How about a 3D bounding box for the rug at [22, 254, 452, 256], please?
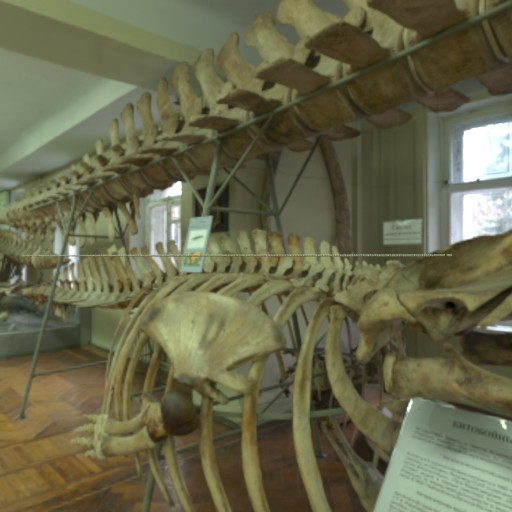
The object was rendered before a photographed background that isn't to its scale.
[{"bbox_3d":[0.000,0.000,4.073,3.061,0.010,2.330,0,0,17],"label":"rug"}]
